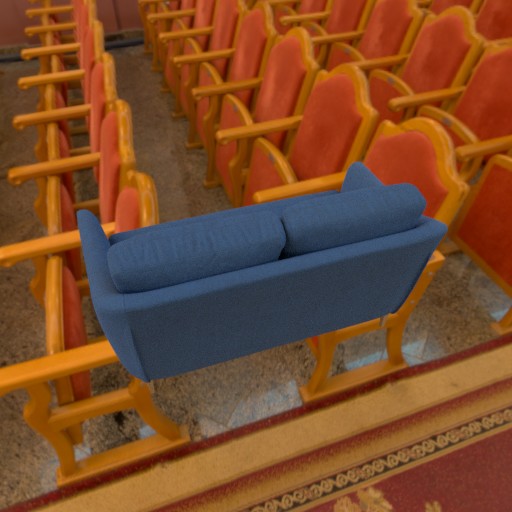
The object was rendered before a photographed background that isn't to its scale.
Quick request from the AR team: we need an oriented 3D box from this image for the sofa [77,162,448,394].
[{"bbox_3d":[0.000,0.000,2.215,1.619,0.902,0.960,-13,44,-14],"label":"sofa"}]
